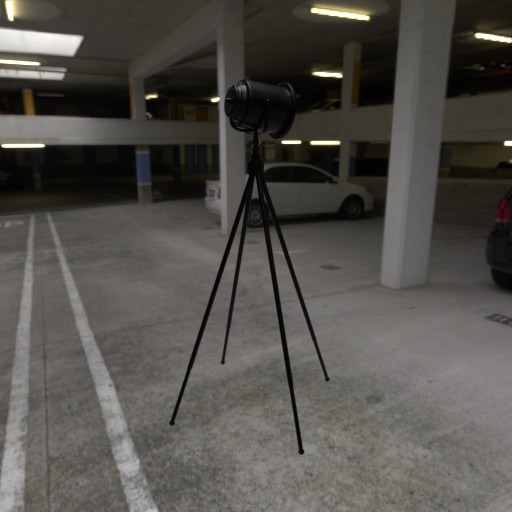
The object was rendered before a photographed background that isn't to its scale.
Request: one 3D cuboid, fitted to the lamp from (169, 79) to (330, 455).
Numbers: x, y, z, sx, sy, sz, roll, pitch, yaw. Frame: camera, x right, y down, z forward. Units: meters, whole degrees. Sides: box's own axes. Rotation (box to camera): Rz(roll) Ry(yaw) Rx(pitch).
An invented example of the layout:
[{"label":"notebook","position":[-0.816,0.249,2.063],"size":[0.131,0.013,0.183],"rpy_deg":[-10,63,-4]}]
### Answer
[{"label":"lamp","position":[0.000,0.000,2.024],"size":[0.884,1.504,0.879],"rpy_deg":[-7,16,-26]}]
